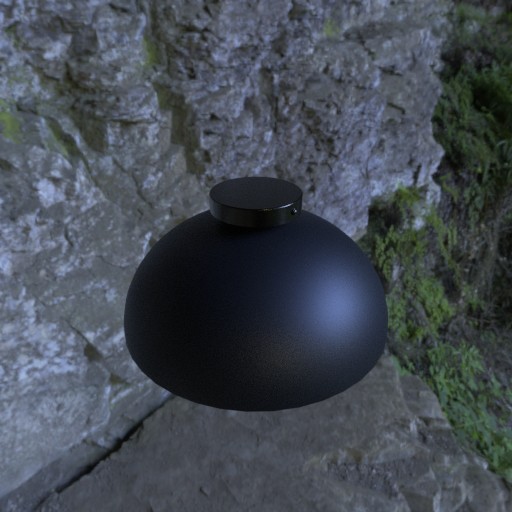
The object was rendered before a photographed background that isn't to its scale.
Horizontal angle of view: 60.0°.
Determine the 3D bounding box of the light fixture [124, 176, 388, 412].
[{"bbox_3d":[0.000,0.000,0.575,0.355,0.177,0.355,0,29,0],"label":"light fixture"}]
